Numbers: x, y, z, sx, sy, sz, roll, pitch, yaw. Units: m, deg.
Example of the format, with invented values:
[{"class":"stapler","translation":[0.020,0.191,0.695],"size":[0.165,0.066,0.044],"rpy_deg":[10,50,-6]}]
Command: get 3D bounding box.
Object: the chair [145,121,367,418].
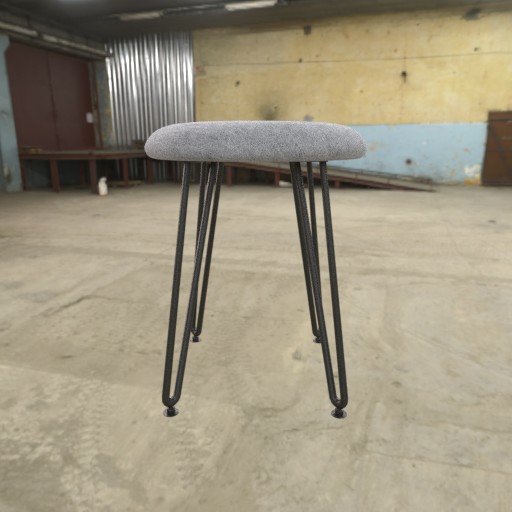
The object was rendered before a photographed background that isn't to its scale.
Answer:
[{"class":"chair","translation":[0.000,0.000,0.671],"size":[0.350,0.386,0.350],"rpy_deg":[-14,20,-42]}]
